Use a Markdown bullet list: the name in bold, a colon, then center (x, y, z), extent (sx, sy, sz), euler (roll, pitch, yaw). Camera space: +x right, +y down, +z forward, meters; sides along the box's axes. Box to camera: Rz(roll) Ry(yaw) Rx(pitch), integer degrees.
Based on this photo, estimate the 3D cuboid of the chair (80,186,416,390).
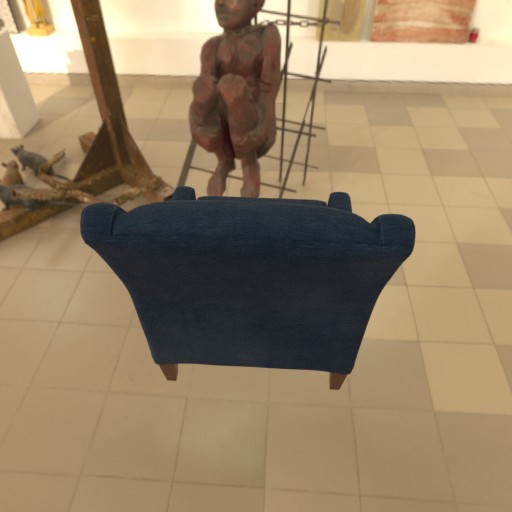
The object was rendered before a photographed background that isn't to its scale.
- **chair**: center (0.000, 0.000, 1.609), extent (0.774, 1.014, 0.870), euler (2, 45, 2)
